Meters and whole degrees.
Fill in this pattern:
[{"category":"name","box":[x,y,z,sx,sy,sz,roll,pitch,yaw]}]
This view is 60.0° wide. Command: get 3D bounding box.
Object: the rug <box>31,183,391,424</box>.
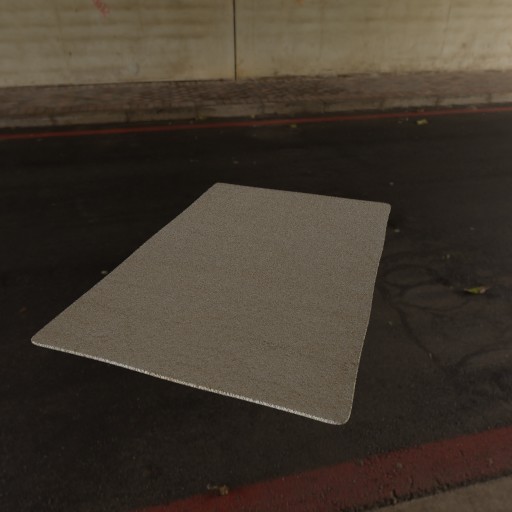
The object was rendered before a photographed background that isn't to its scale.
[{"category":"rug","box":[0.000,0.000,3.364,1.798,0.025,2.698,10,31,16]}]
